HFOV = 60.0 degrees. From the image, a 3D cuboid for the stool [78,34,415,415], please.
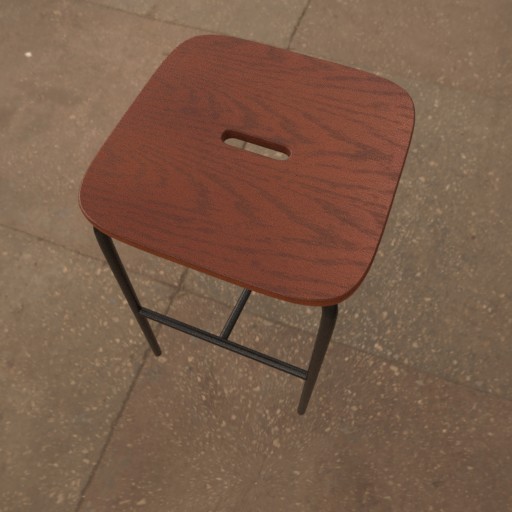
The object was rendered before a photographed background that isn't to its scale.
[{"bbox_3d":[0.000,0.000,0.823,0.376,0.610,0.376,19,65,10],"label":"stool"}]
